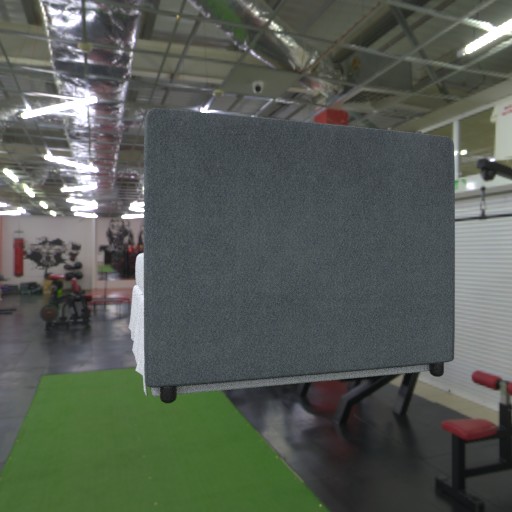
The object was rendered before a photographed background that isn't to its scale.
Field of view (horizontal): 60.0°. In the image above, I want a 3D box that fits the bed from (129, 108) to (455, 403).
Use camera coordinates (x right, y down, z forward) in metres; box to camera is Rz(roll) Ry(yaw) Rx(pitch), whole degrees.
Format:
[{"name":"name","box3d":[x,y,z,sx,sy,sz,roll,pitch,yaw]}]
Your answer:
[{"name":"bed","box3d":[0.000,0.000,3.185,1.713,1.330,2.142,0,0,-17]}]
